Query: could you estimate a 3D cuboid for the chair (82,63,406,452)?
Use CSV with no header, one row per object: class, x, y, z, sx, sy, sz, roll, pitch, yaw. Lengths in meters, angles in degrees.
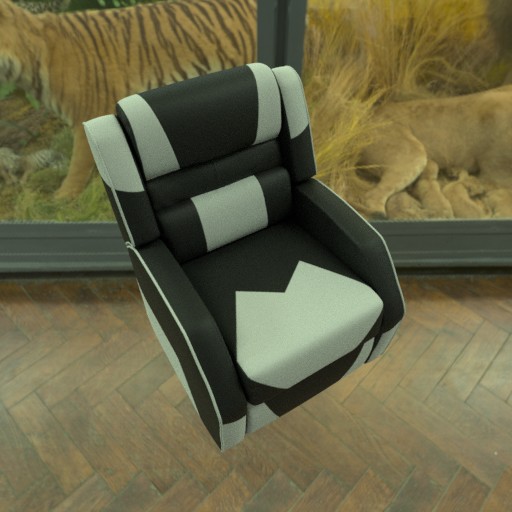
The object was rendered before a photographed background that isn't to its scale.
chair,0.000,0.000,1.274,0.620,0.805,0.672,-24,52,-21
